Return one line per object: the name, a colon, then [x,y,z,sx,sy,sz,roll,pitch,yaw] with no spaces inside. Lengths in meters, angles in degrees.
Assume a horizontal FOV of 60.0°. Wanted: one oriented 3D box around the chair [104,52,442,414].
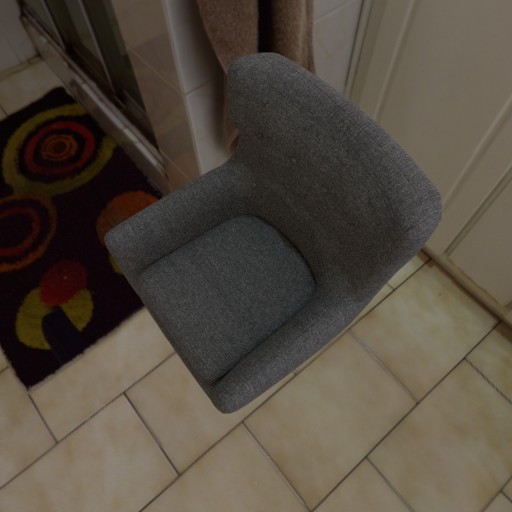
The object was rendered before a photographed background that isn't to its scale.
chair: [0.000,0.000,1.742,0.904,1.063,0.878,-34,68,-16]
